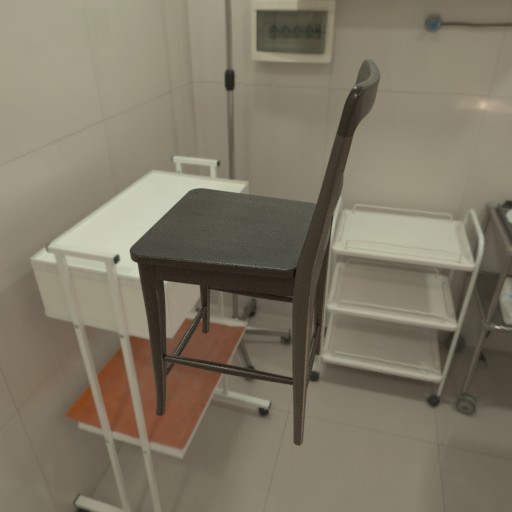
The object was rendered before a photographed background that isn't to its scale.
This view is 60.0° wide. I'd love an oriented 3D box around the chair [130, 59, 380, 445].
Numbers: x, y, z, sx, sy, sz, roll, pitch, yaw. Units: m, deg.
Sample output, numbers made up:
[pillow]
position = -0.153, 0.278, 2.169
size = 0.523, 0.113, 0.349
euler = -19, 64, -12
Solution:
[chair]
position = 0.000, 0.000, 1.247
size = 0.546, 0.991, 0.450
euler = 8, 31, 13
